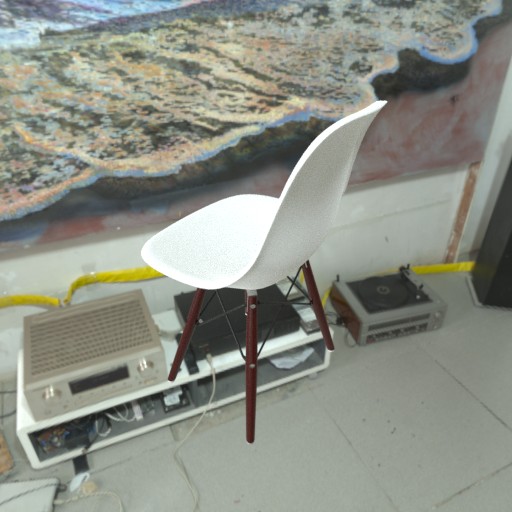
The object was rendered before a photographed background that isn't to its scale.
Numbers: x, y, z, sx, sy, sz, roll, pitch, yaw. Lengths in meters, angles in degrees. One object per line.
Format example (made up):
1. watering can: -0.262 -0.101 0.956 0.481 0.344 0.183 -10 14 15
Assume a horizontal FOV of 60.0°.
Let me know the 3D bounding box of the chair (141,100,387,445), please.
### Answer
1. chair: 0.000 0.000 1.144 0.533 0.826 0.470 22 39 29
